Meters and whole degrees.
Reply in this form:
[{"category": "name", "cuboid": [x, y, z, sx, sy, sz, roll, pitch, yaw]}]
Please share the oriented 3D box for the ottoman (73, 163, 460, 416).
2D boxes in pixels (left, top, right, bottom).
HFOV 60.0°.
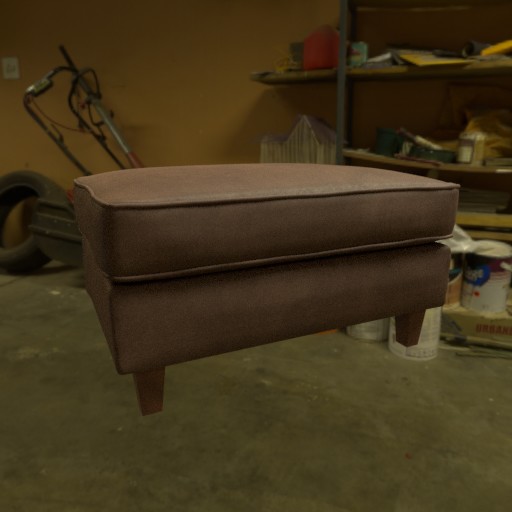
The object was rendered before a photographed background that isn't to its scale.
[{"category": "ottoman", "cuboid": [0.000, 0.000, 1.193, 0.860, 0.481, 0.596, -7, 16, -25]}]
